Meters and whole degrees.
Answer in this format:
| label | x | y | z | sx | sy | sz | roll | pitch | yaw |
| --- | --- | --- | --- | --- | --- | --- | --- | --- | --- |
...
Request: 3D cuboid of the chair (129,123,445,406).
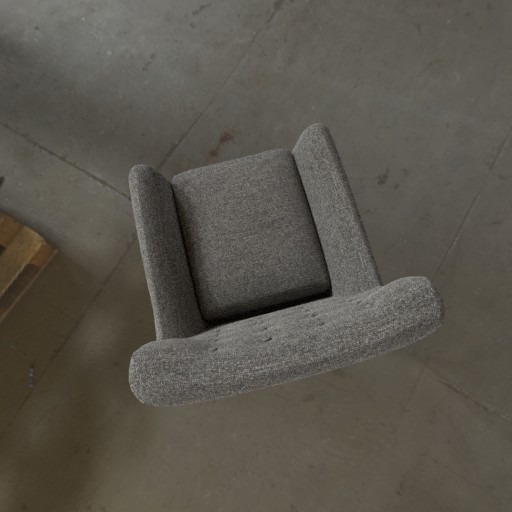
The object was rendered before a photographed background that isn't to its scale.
| label | x | y | z | sx | sy | sz | roll | pitch | yaw |
| --- | --- | --- | --- | --- | --- | --- | --- | --- | --- |
| chair | 0.000 | 0.000 | 1.751 | 0.889 | 1.039 | 0.940 | -14 | 77 | -3 |
